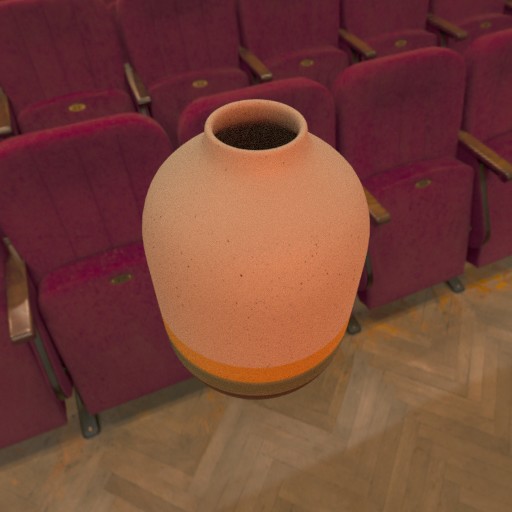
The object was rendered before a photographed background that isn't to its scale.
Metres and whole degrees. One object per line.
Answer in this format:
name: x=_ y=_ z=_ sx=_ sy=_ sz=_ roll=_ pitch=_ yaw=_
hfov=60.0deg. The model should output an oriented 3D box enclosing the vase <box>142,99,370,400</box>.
vase: x=0.000 y=0.000 z=0.362 sx=0.169 sy=0.240 sz=0.169 roll=0 pitch=47 yaw=0
